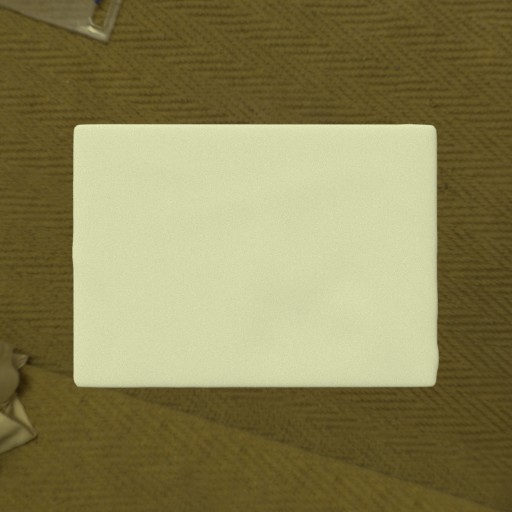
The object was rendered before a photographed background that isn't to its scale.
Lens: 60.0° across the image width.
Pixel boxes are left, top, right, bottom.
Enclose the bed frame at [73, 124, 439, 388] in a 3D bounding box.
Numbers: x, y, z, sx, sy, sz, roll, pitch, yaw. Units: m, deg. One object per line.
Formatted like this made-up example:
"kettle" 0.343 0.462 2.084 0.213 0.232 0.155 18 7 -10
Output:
"bed frame" 0.000 0.000 2.557 1.905 0.637 1.372 0 90 0
